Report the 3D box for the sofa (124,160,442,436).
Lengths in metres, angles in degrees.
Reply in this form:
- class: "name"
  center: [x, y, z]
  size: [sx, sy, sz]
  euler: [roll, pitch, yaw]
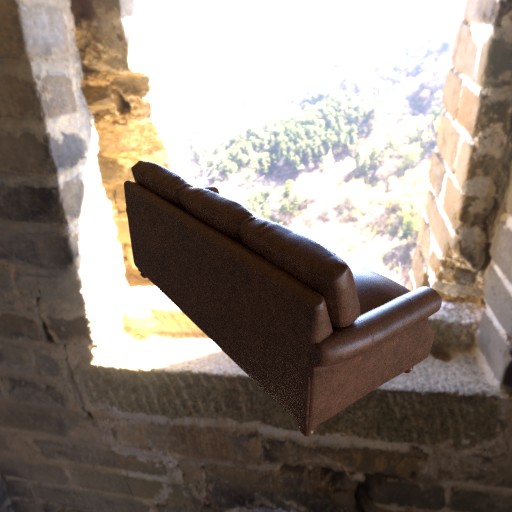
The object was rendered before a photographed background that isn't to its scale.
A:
- class: "sofa"
  center: [0.000, 0.000, 2.989]
  size: [0.973, 0.977, 2.351]
  euler: [-18, 31, -32]
